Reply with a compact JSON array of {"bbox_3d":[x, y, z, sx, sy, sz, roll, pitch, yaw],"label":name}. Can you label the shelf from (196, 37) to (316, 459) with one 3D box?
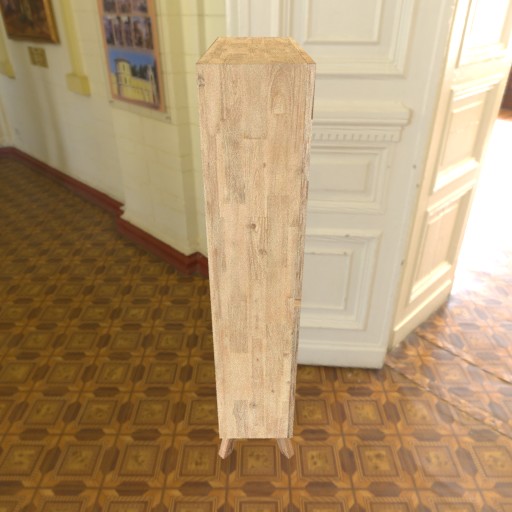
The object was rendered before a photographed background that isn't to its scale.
[{"bbox_3d":[0.000,0.000,1.717,0.308,1.471,0.748,0,31,0],"label":"shelf"}]
